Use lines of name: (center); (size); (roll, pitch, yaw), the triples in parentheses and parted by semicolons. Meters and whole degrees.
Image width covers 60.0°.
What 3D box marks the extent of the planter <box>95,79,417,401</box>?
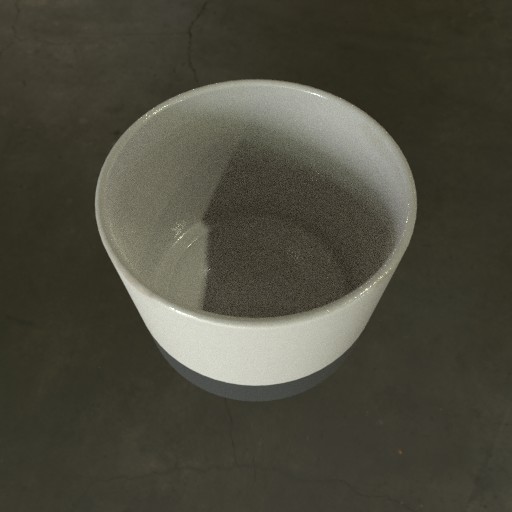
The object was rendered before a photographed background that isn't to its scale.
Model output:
planter: (0.000, 0.000, 0.344); (0.193, 0.177, 0.193); (0, 58, 0)
